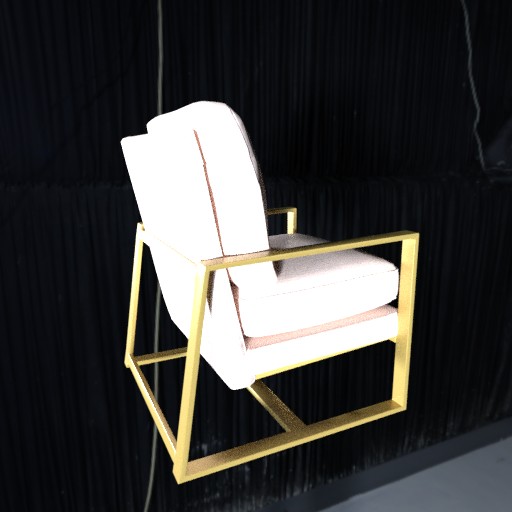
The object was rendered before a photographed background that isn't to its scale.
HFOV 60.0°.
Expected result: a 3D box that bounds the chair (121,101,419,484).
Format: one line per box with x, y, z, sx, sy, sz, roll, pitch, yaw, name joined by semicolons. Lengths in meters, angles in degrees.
0.000;0.000;1.526;0.813;0.956;0.758;-6;14;-25;chair
